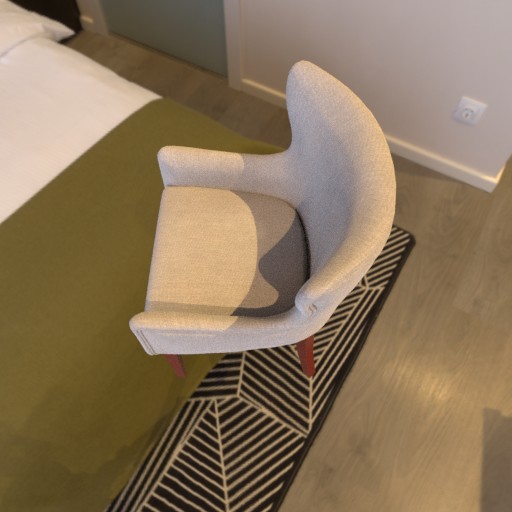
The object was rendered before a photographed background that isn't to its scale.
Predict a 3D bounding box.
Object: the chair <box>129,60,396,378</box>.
[{"bbox_3d":[0.000,0.000,1.454,0.677,0.948,0.732,1,59,0],"label":"chair"}]
